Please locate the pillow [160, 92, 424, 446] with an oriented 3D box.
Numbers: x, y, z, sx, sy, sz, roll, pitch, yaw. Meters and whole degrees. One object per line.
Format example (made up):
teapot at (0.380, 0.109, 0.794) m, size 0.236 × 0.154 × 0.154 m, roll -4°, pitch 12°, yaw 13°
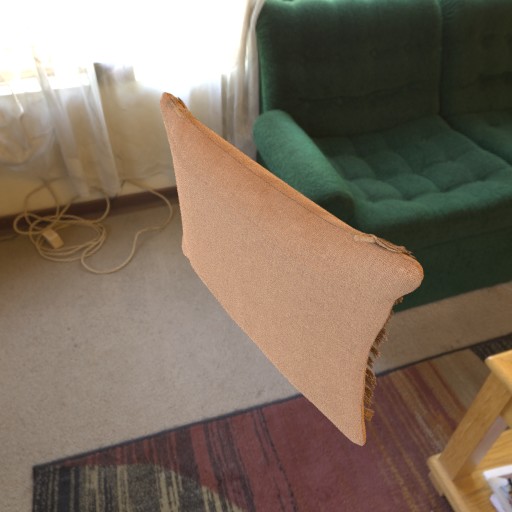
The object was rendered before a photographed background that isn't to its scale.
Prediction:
pillow at (0.000, 0.000, 0.593) m, size 0.084 × 0.305 × 0.466 m, roll -25°, pitch 47°, yaw -26°
